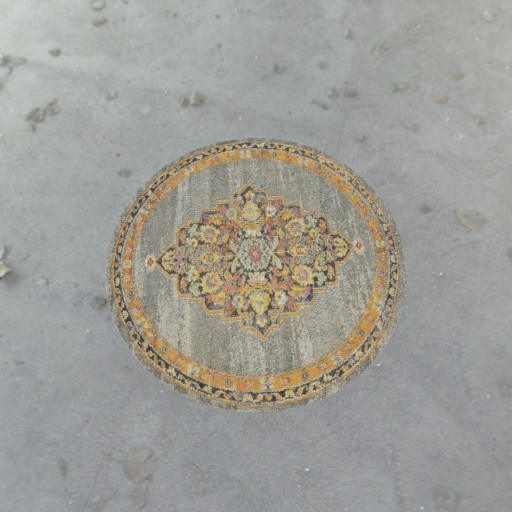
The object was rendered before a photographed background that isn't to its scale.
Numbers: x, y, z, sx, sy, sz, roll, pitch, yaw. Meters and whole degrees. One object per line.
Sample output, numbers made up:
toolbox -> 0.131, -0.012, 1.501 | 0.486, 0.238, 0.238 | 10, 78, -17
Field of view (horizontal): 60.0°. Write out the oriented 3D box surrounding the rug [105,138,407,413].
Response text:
rug -> 0.000, 0.000, 3.538 | 2.382, 0.014, 2.382 | 0, 65, 0
